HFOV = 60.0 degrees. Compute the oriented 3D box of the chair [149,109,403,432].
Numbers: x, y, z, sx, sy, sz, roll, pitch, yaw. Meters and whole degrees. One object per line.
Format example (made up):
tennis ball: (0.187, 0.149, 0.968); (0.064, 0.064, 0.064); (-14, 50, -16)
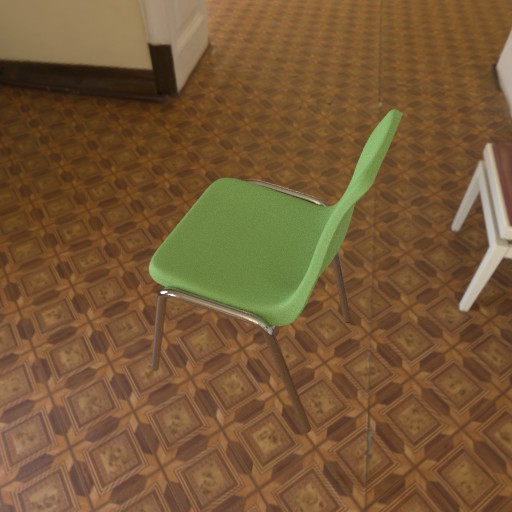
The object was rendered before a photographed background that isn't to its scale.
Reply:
chair: (0.000, 0.000, 0.952); (0.436, 0.704, 0.381); (19, 51, 16)
